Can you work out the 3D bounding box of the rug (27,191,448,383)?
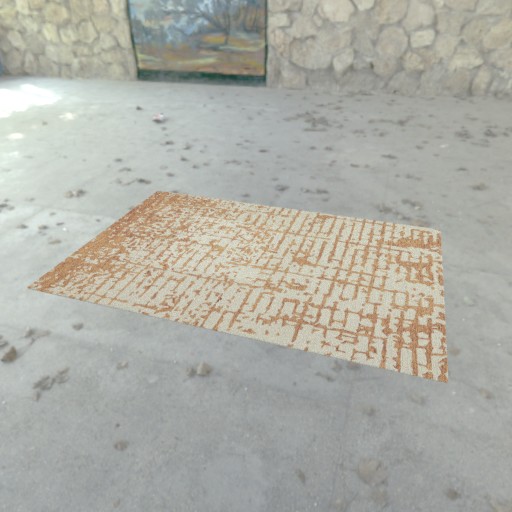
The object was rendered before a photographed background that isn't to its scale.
[{"bbox_3d":[0.000,0.000,2.298,1.829,0.011,1.219,10,32,16],"label":"rug"}]
